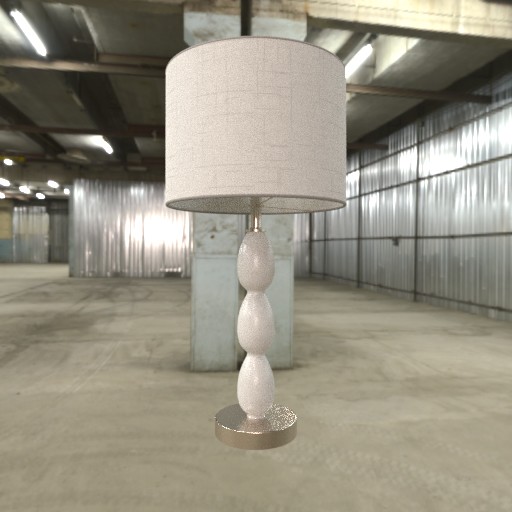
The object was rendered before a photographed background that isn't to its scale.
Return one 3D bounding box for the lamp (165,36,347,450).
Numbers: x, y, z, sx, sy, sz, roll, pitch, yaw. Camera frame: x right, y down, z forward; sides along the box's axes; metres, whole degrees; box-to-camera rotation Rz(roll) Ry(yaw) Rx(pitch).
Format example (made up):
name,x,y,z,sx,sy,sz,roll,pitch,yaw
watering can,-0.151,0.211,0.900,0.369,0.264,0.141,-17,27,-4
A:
name,x,y,z,sx,sy,sz,roll,pitch,yaw
lamp,0.000,0.000,0.701,0.280,0.559,0.282,0,1,19
